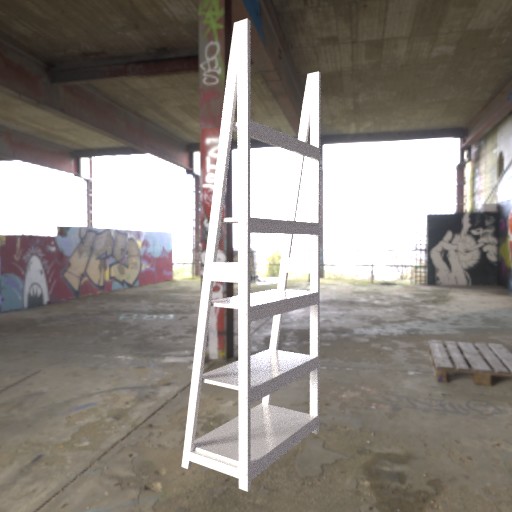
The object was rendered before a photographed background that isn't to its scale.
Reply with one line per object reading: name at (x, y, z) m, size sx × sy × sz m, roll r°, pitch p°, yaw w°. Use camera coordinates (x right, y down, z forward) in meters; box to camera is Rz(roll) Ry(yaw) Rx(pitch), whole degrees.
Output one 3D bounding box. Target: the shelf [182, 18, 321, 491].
shelf at (0.000, 0.000, 2.022) m, size 0.341 × 1.779 × 0.636 m, roll 1°, pitch 2°, yaw 33°
